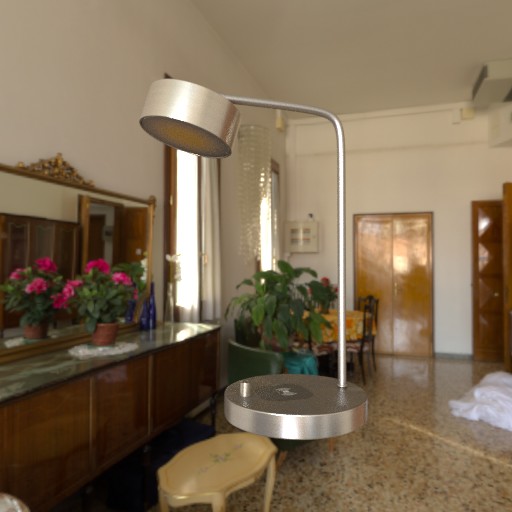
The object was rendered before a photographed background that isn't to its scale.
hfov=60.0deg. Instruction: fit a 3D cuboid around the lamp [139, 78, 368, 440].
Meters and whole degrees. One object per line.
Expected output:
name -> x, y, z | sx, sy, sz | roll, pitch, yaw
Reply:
lamp -> 0.000, 0.000, 0.651 | 0.334, 0.469, 0.211 | 0, -1, -18
